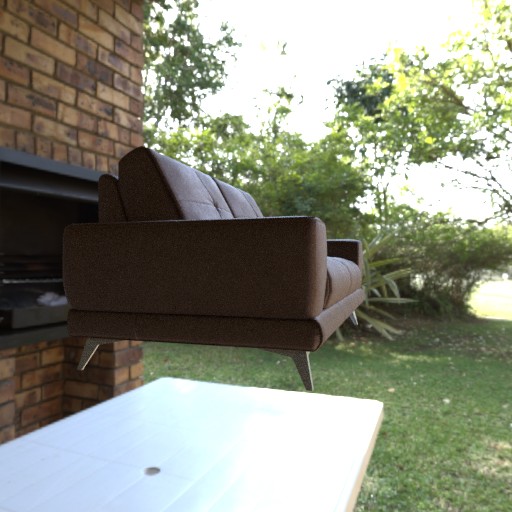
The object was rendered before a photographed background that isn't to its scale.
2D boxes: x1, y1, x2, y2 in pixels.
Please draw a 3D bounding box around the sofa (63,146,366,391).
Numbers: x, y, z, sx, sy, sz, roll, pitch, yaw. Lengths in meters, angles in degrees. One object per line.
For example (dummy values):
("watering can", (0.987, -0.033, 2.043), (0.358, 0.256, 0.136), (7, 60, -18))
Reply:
("sofa", (0.000, 0.000, 2.369), (1.018, 0.907, 1.806), (0, -1, 18))
